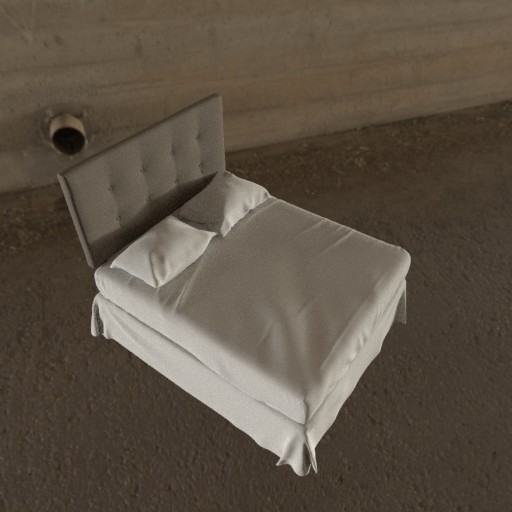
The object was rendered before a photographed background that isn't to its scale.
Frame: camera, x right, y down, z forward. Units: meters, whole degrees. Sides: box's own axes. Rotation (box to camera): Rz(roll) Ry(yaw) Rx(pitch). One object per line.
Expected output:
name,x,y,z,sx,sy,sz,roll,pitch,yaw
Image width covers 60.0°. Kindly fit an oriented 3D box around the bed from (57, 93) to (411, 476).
bed,0.000,0.000,3.455,2.222,1.577,1.936,26,48,26
